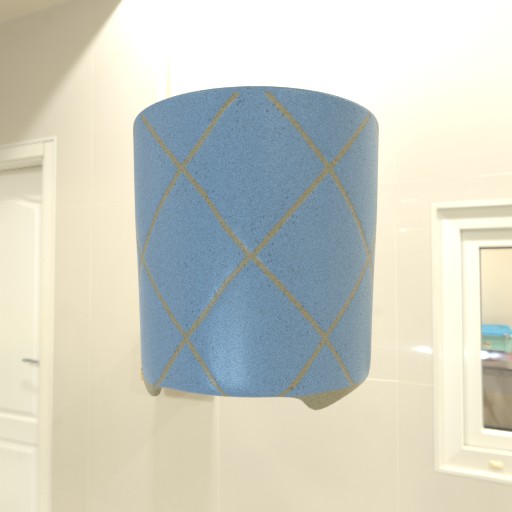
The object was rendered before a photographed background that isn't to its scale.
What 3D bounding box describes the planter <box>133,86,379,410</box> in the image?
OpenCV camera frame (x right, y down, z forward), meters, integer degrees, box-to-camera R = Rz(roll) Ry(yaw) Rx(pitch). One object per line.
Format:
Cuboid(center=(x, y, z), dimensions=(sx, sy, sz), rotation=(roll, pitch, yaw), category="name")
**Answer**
Cuboid(center=(0.000, 0.000, 0.422), dimensions=(0.227, 0.235, 0.227), rotation=(0, -2, 0), category="planter")
